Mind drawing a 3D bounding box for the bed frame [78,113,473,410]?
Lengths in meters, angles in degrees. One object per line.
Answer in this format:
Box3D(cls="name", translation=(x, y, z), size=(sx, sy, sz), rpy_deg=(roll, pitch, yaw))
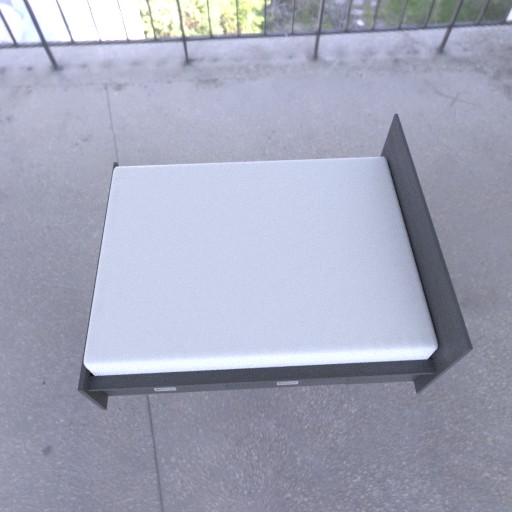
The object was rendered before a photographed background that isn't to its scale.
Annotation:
Box3D(cls="bed frame", translation=(0.000, 0.000, 2.820), size=(1.960, 0.800, 1.622), rpy_deg=(-2, 58, -2))
